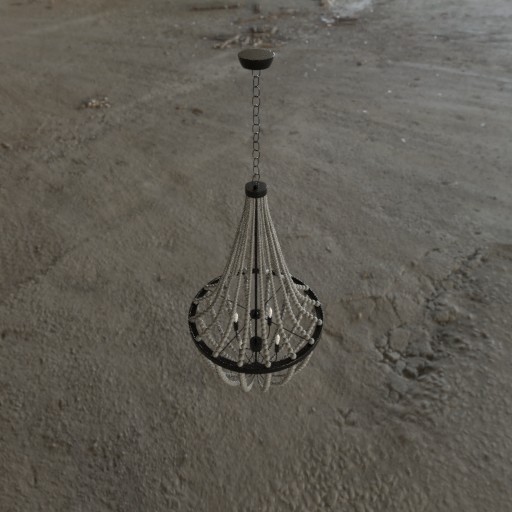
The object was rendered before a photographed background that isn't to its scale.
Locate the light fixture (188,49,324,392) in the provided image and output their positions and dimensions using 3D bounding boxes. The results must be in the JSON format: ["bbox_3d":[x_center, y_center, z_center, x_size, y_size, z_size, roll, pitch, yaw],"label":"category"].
[{"bbox_3d":[0.000,0.000,1.315,0.450,1.133,0.450,0,40,0],"label":"light fixture"}]
